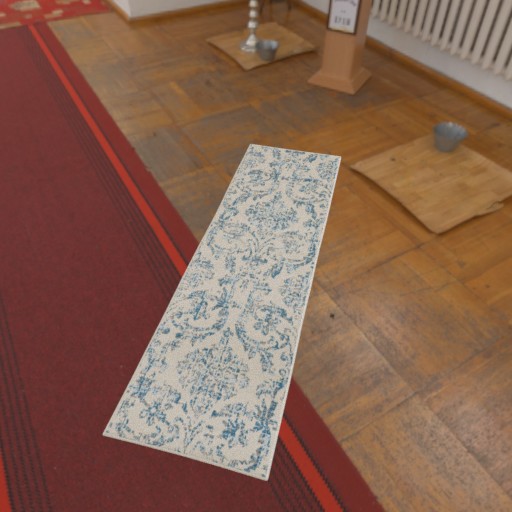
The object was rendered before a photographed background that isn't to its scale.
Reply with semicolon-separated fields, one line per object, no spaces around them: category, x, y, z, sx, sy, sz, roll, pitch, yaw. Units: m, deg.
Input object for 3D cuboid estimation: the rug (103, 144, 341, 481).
rug;0.000;0.000;2.410;0.662;0.011;2.196;11;46;10
